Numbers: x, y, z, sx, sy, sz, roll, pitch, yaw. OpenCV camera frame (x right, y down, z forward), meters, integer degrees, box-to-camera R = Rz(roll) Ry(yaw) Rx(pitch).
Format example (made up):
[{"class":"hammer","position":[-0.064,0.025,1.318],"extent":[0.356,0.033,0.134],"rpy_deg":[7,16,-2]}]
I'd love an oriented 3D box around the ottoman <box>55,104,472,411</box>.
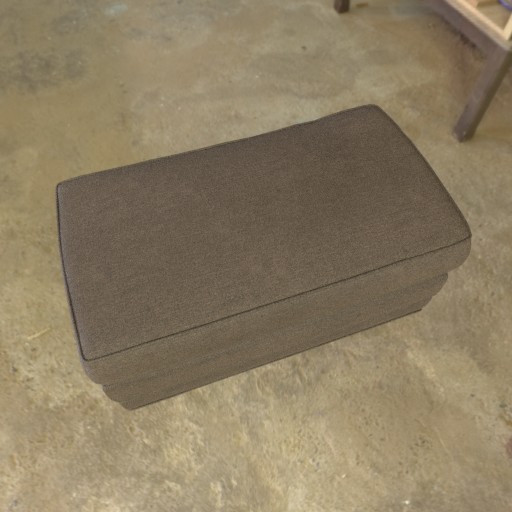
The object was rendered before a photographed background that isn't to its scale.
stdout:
[{"class":"ottoman","position":[0.000,0.000,1.139],"extent":[0.864,0.448,0.490],"rpy_deg":[-17,60,-10]}]
